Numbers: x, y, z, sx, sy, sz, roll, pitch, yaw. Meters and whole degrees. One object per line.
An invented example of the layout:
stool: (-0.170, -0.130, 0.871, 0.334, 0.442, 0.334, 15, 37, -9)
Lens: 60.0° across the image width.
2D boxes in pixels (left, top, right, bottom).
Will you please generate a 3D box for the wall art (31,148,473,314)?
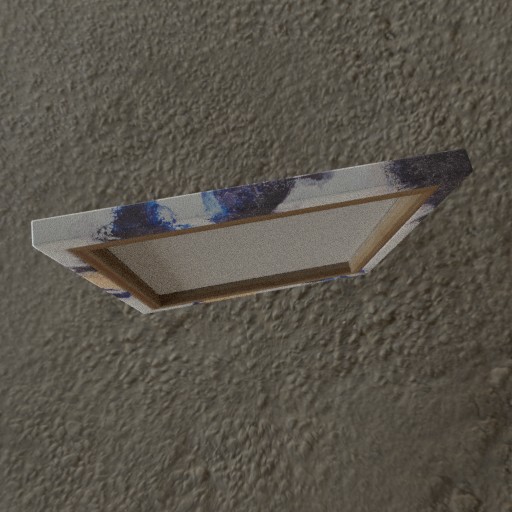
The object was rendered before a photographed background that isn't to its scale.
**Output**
wall art: (0.000, 0.000, 0.897, 0.609, 0.609, 0.039, -10, 74, -3)
